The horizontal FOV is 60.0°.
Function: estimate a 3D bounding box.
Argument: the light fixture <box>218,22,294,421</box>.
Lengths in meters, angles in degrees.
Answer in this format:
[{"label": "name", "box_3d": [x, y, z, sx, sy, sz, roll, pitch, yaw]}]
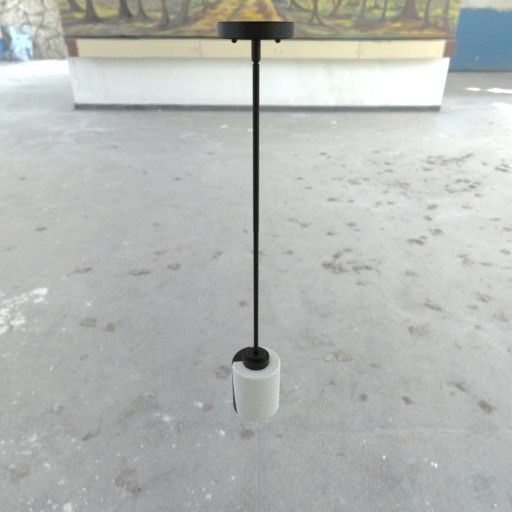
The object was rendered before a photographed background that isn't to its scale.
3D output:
[{"label": "light fixture", "box_3d": [0.000, 0.000, 0.924, 0.123, 0.863, 0.123, 0, 29, 1]}]
